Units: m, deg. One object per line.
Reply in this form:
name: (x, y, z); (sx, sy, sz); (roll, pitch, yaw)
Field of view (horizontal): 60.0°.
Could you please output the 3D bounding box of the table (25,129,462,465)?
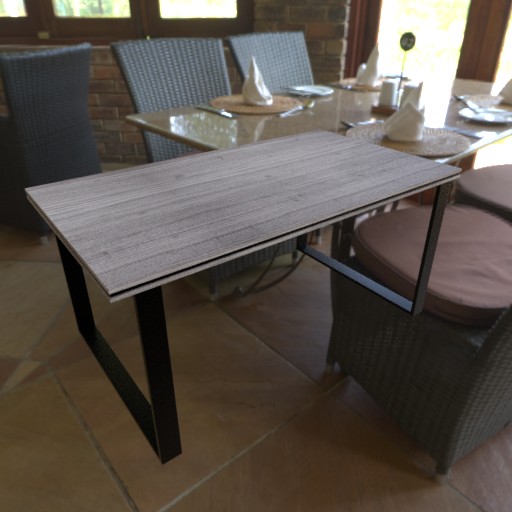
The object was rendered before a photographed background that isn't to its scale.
table: (0.000, 0.000, 2.002); (1.579, 0.736, 0.881); (-20, 35, -31)
